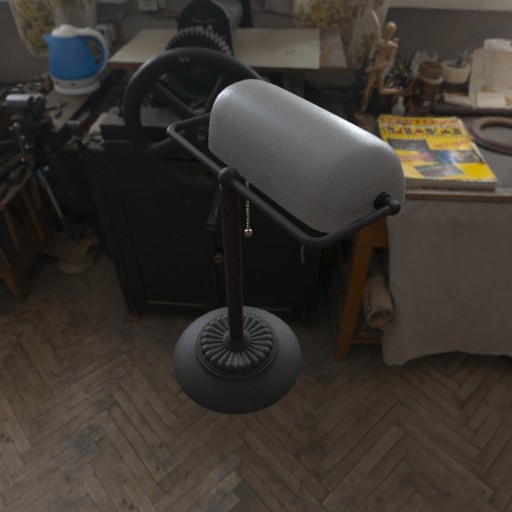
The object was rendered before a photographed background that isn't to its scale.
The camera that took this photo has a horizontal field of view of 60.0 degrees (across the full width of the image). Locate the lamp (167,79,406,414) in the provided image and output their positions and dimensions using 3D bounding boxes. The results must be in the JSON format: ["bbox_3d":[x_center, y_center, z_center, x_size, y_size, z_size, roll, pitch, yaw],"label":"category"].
[{"bbox_3d":[0.000,0.000,0.521,0.243,0.339,0.264,-26,48,-26],"label":"lamp"}]
